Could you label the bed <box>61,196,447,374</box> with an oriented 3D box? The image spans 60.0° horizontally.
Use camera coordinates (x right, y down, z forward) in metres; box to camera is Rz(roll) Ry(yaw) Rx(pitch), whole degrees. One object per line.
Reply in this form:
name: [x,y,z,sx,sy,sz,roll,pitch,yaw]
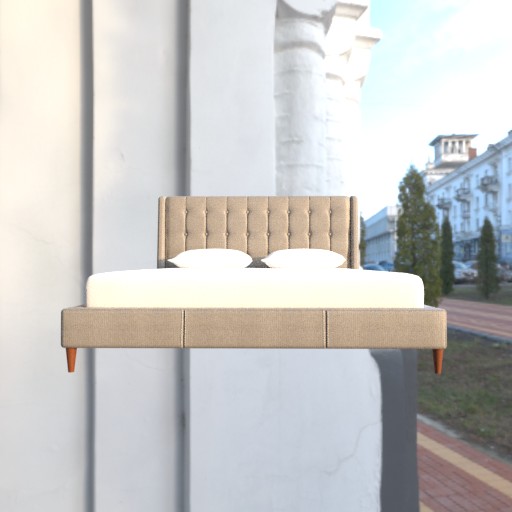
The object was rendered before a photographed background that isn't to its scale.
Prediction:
bed: [0.000,0.000,3.522,2.062,1.289,2.342,0,-1,1]
